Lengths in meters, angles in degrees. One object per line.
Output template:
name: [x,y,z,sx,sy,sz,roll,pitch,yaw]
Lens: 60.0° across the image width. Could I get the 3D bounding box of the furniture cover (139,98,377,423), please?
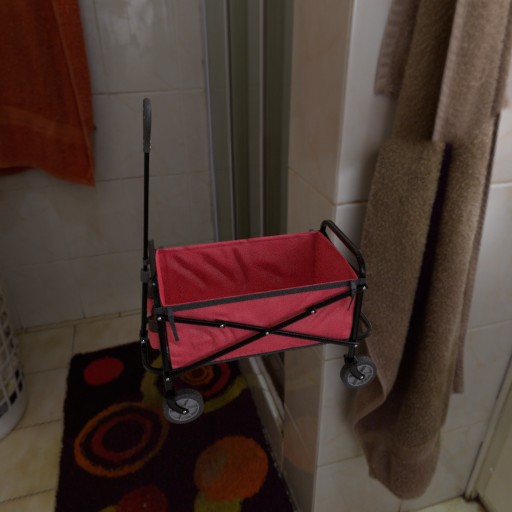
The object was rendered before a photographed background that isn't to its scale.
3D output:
furniture cover: [0.000,0.000,1.860,1.038,1.295,0.532,-7,30,-12]
